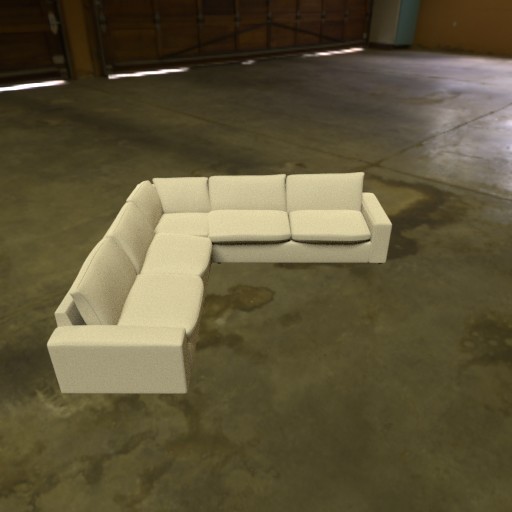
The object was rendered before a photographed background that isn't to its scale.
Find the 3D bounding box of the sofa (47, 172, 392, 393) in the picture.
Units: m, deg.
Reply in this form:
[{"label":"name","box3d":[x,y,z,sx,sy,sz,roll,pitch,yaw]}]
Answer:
[{"label":"sofa","box3d":[0.000,0.000,4.761,3.206,0.918,3.066,0,30,0]}]
